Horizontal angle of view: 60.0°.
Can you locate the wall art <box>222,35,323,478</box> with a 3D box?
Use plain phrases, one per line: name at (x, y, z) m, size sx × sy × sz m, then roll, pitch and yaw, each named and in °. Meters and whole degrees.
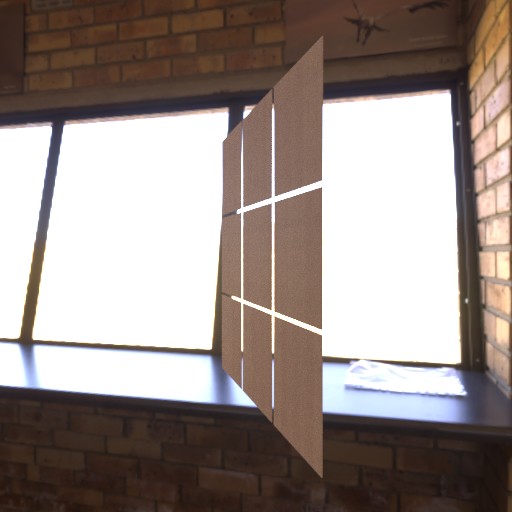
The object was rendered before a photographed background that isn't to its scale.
wall art at (0.000, 0.000, 2.230) m, size 0.002 × 1.505 × 1.517 m, roll 0°, pitch 1°, yaw -17°
